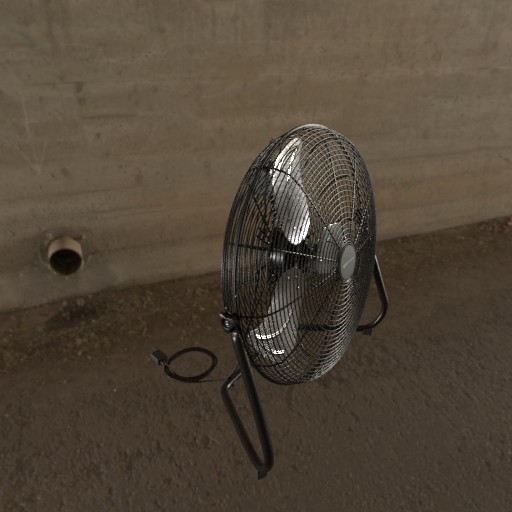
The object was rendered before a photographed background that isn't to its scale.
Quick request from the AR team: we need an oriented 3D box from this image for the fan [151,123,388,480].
[{"bbox_3d":[0.000,0.000,1.011,0.470,0.605,0.595,18,32,30],"label":"fan"}]
